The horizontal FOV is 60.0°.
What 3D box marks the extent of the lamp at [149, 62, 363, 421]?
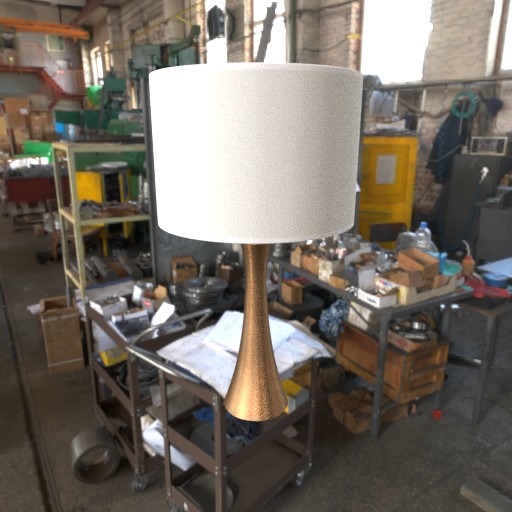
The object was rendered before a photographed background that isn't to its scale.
[{"bbox_3d":[0.000,0.000,0.636,0.268,0.479,0.268,7,18,23],"label":"lamp"}]
